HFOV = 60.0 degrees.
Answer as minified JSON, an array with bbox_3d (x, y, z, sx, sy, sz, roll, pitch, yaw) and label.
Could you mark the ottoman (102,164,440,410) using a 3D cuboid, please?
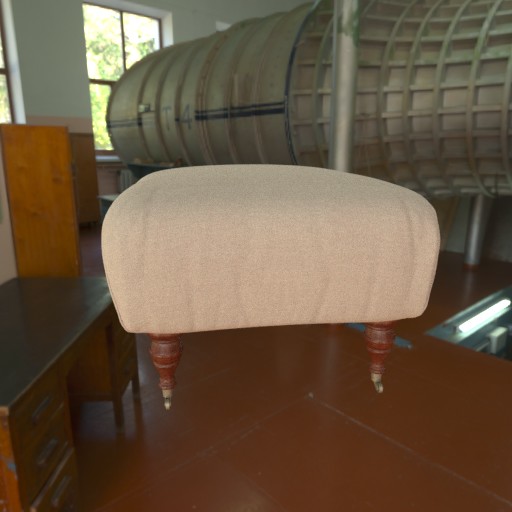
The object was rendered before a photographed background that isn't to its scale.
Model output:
[{"bbox_3d":[0.000,0.000,1.137,0.639,0.450,0.746,-2,14,-8],"label":"ottoman"}]
